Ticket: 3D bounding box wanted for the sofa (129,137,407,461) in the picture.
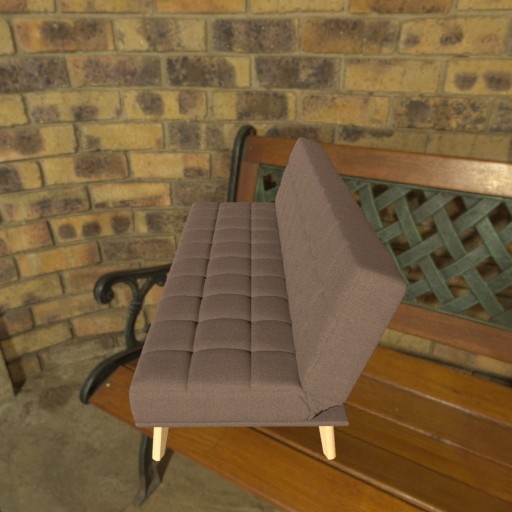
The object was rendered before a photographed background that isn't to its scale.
[{"bbox_3d":[0.000,0.000,2.215,0.860,0.810,1.800,0,27,0],"label":"sofa"}]
